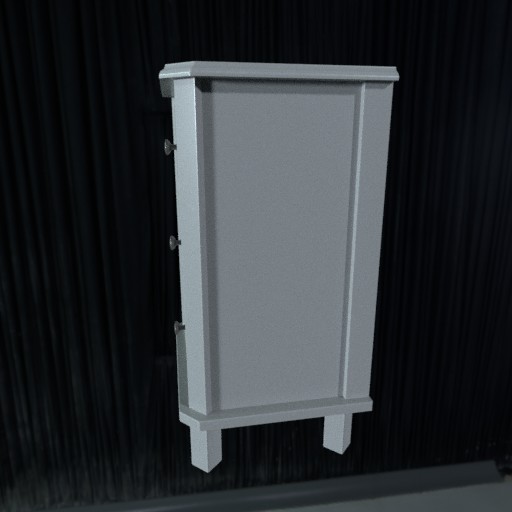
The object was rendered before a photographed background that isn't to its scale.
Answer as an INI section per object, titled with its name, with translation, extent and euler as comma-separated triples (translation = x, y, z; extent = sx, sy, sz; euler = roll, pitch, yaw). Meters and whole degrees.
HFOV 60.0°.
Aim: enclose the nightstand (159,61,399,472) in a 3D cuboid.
[nightstand]
translation = 0.000, 0.000, 0.915
extent = 0.348, 0.680, 0.435
euler = -3, 16, -10
